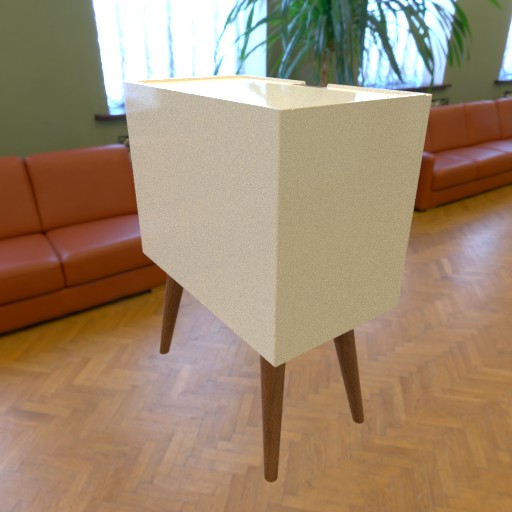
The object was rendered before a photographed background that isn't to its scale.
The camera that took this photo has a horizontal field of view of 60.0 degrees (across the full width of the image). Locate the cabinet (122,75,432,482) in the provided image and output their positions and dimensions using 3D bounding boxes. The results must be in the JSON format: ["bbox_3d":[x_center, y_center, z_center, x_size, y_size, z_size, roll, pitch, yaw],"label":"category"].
[{"bbox_3d":[0.000,0.000,1.074,0.344,0.772,0.591,-18,31,-32],"label":"cabinet"}]
